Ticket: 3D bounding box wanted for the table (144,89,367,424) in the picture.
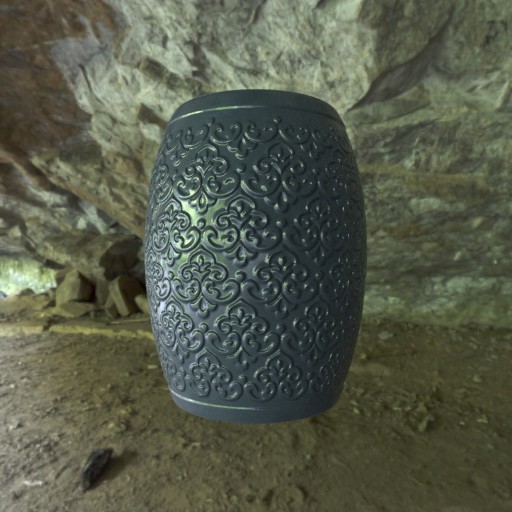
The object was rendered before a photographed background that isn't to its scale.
[{"bbox_3d":[0.000,0.000,0.634,0.309,0.397,0.309,0,0,0],"label":"table"}]
